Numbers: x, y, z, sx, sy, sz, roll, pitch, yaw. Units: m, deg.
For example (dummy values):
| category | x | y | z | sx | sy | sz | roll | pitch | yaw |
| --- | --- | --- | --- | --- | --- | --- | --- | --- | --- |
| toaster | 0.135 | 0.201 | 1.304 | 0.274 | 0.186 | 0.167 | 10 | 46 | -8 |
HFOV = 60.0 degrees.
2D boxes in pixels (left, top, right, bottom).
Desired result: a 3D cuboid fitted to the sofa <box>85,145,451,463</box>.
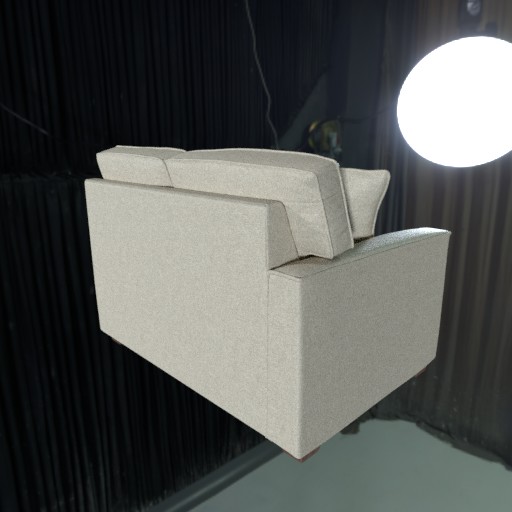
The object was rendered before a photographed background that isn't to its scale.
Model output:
| category | x | y | z | sx | sy | sz | roll | pitch | yaw |
| --- | --- | --- | --- | --- | --- | --- | --- | --- | --- |
| sofa | 0.000 | 0.000 | 2.048 | 0.991 | 0.989 | 1.388 | -14 | 20 | -42 |
